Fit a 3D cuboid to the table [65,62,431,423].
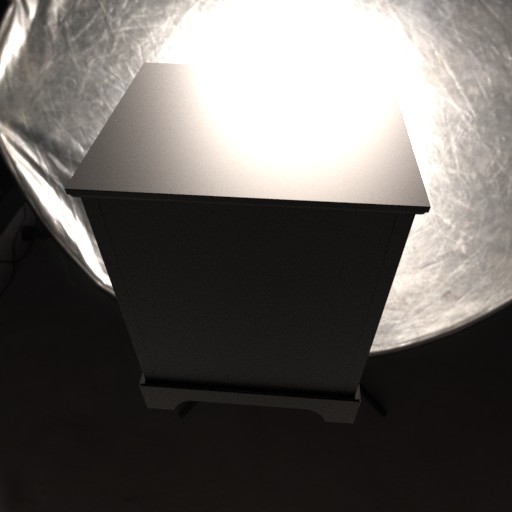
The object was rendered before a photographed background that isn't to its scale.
[{"bbox_3d":[0.000,0.000,0.908,0.460,0.610,0.399,3,46,3],"label":"table"}]
